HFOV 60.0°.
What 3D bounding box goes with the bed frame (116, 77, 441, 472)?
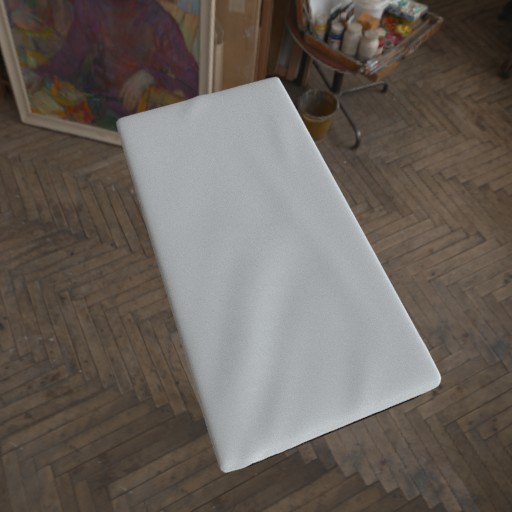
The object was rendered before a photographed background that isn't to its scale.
[{"bbox_3d":[0.000,0.000,2.385,0.989,0.619,1.903,-18,65,-9],"label":"bed frame"}]
